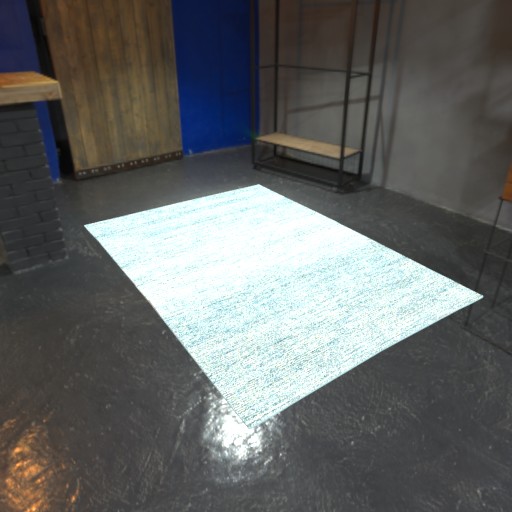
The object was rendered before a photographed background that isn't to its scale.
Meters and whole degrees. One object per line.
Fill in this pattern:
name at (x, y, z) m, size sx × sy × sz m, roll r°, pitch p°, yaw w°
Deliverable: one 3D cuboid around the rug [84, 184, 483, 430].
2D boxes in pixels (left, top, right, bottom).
rug at (0.000, 0.000, 2.929) m, size 1.611 × 0.026 × 2.260 m, roll -18°, pitch 34°, yaw -29°
